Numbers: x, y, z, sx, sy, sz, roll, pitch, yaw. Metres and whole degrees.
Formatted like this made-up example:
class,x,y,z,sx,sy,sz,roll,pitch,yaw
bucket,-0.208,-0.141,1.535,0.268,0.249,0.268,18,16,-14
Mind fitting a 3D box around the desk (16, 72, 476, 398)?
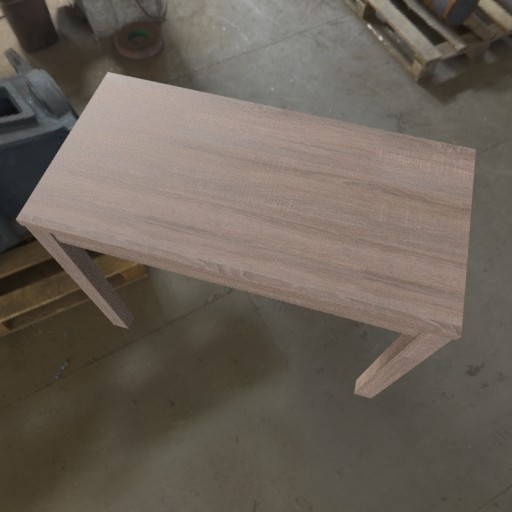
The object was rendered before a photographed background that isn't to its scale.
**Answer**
class,x,y,z,sx,sy,sz,roll,pitch,yaw
desk,0.000,0.000,1.389,0.991,0.762,0.495,14,64,7
